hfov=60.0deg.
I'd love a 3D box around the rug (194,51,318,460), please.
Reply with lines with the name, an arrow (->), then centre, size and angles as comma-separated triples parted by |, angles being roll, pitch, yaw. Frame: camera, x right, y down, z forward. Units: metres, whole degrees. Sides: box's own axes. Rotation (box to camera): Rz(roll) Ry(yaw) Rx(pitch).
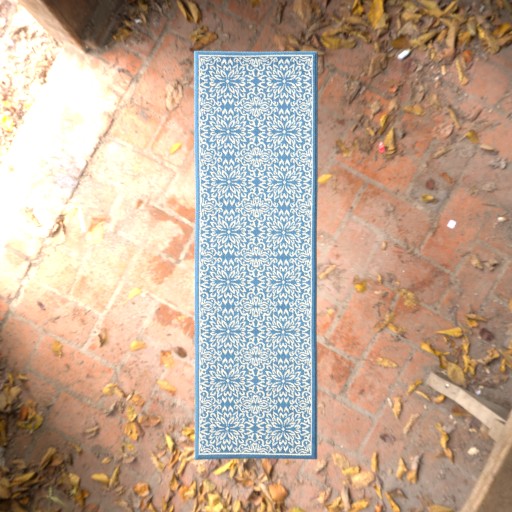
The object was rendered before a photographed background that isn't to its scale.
rug -> 0.000, 0.000, 2.383 | 0.662, 0.011, 2.196 | 0, 90, 0
